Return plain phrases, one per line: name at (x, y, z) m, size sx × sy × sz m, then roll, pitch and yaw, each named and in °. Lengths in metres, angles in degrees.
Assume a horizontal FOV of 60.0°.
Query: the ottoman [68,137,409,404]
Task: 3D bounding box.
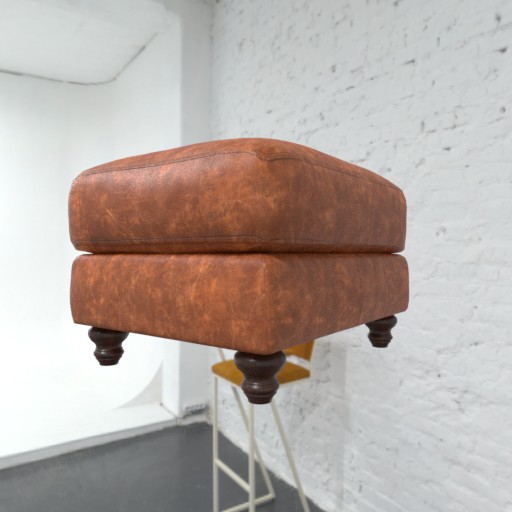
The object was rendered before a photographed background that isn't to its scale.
ottoman at (0.000, 0.000, 1.262) m, size 0.657 × 0.562 × 0.832 m, roll 0°, pitch 0°, yaw 36°
